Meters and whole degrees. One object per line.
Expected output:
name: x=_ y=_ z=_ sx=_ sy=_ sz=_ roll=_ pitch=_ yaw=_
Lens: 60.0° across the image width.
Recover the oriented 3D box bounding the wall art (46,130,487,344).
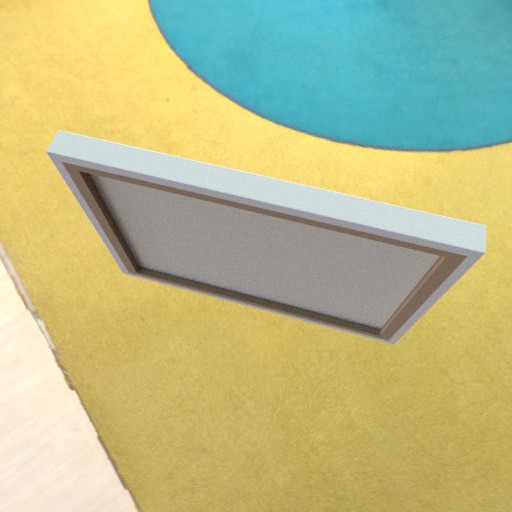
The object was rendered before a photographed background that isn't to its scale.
wall art: x=0.000 y=0.000 z=0.786 sx=0.608 sy=0.414 sz=0.042 roll=14 pitch=64 yaw=7
